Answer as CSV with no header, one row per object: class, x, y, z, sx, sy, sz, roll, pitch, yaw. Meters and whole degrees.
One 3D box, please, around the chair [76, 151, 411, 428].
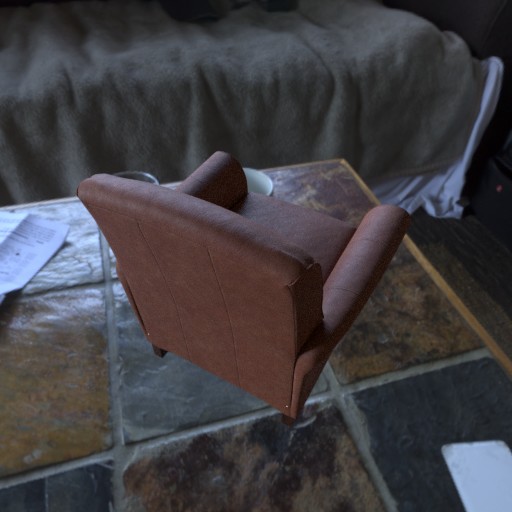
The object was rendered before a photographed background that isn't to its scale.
chair,0.000,0.000,1.771,0.978,1.061,0.902,22,48,21
